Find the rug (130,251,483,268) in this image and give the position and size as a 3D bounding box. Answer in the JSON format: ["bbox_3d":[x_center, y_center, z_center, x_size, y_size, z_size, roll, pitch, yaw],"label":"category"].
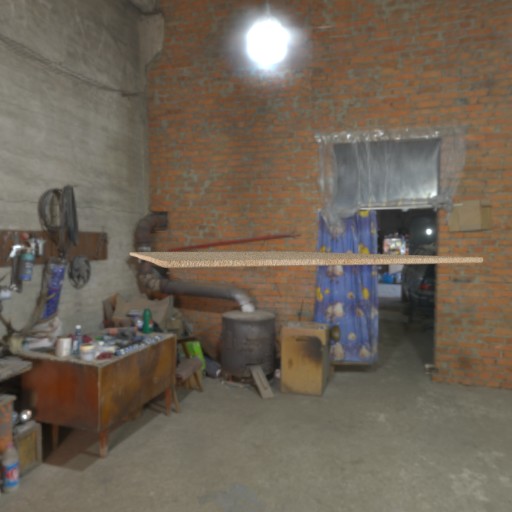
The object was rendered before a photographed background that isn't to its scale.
[{"bbox_3d":[0.000,0.000,2.946,1.500,0.026,2.349,0,1,-19],"label":"rug"}]
